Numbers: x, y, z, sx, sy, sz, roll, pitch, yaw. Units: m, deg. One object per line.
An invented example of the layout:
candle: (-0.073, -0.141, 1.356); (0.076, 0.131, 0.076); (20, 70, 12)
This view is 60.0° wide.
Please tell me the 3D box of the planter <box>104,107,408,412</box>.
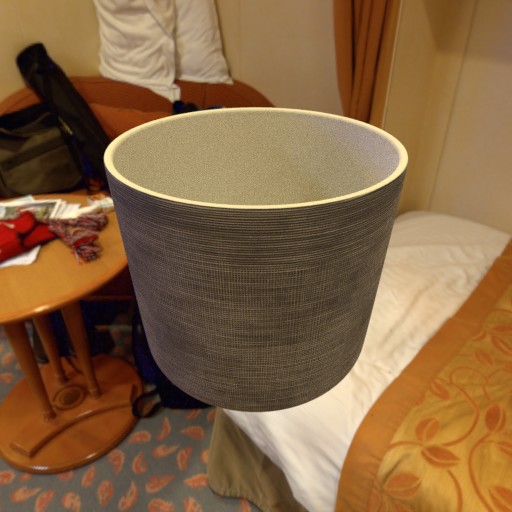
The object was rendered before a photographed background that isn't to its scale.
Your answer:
planter: (0.000, 0.000, 0.771); (0.440, 0.398, 0.440); (0, 32, 0)
